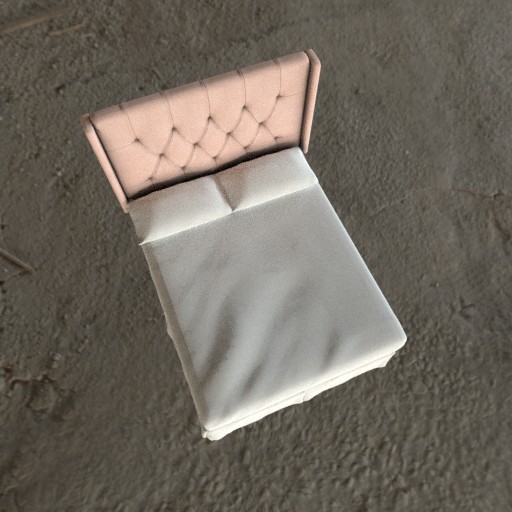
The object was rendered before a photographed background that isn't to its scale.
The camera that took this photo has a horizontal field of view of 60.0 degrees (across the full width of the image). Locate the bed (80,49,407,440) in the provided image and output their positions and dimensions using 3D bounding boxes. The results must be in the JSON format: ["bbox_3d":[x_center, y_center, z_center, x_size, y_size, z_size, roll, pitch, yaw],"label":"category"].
[{"bbox_3d":[0.000,0.000,3.370,1.719,1.665,2.066,-20,65,-10],"label":"bed"}]
